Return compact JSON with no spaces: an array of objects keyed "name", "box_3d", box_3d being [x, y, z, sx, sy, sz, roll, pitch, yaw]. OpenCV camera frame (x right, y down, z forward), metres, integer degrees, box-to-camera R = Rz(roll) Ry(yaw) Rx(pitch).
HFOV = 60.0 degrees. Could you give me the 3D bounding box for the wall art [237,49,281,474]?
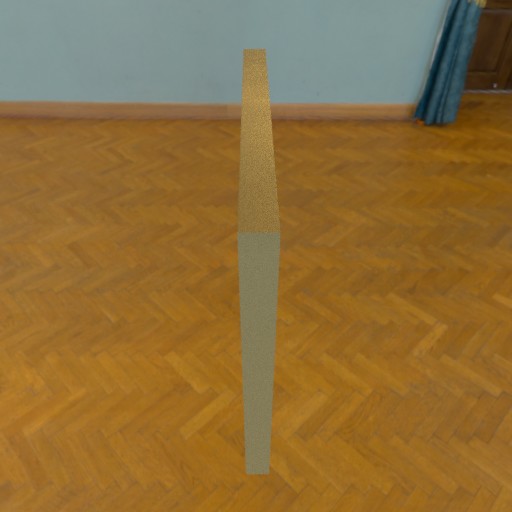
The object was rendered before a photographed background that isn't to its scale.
[{"name":"wall art","box_3d":[0.000,0.000,0.748,0.038,0.508,0.507,0,42,0]}]
